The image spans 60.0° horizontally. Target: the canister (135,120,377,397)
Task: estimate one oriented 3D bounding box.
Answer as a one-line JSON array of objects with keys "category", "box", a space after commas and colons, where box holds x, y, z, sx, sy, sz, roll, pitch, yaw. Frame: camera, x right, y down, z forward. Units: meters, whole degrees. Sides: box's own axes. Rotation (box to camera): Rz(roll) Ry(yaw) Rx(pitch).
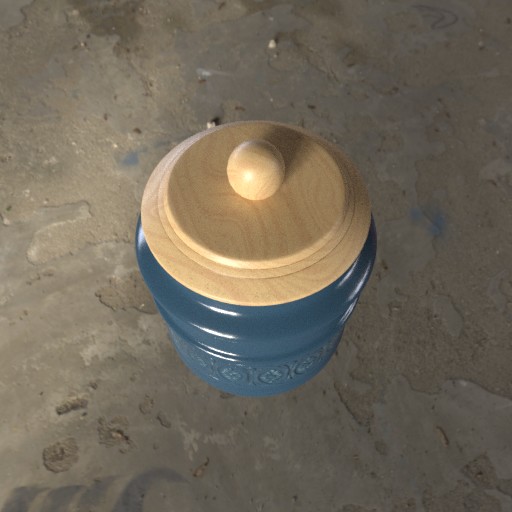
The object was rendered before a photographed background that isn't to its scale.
[{"category": "canister", "box": [0.000, 0.000, 0.264, 0.130, 0.176, 0.130, 0, 59, 0]}]
